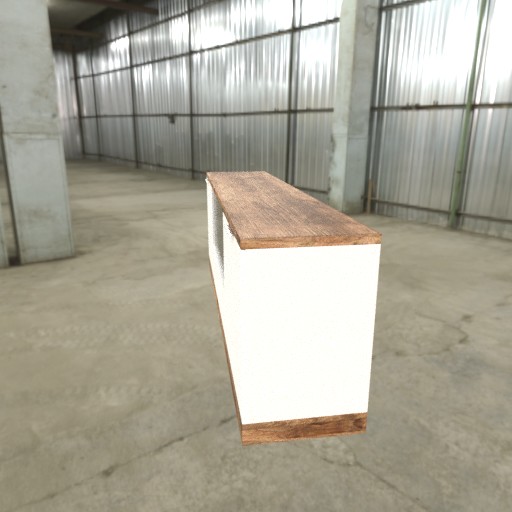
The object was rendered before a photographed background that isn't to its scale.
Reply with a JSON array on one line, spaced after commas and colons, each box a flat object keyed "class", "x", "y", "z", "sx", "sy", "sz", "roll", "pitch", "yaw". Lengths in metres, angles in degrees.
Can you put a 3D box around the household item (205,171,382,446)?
[{"class": "household item", "x": 0.000, "y": 0.000, "z": 2.075, "sx": 0.390, "sy": 0.615, "sz": 1.800, "roll": -2, "pitch": 16, "yaw": -8}]
